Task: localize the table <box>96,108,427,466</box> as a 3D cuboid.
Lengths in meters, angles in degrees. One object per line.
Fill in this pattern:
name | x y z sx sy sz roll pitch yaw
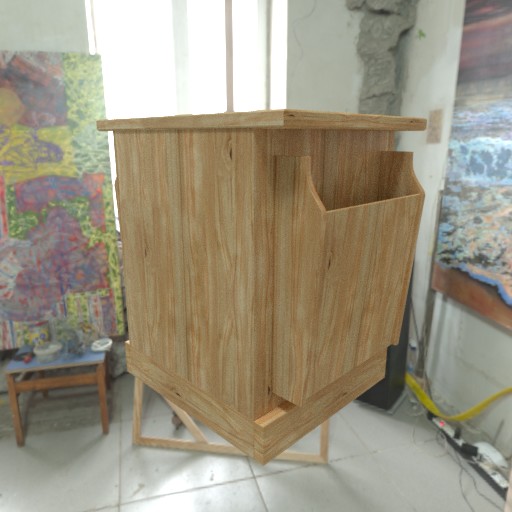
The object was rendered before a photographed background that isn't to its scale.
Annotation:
table | 0.000 0.000 0.870 0.530 0.515 0.380 14 21 43
